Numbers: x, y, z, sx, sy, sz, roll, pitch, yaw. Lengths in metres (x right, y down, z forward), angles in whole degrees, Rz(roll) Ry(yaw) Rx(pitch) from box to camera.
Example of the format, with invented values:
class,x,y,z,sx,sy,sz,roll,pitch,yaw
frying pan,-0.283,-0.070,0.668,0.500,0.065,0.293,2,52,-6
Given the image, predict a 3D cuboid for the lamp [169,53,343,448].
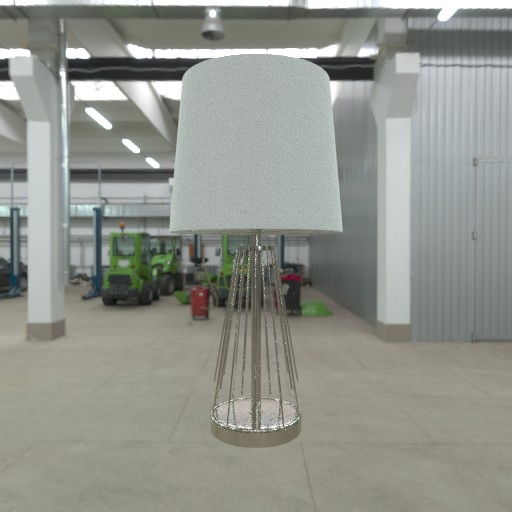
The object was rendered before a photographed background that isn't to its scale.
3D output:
class,x,y,z,sx,sy,sz,roll,pitch,yaw
lamp,0.000,0.000,0.791,0.303,0.618,0.303,0,1,0
